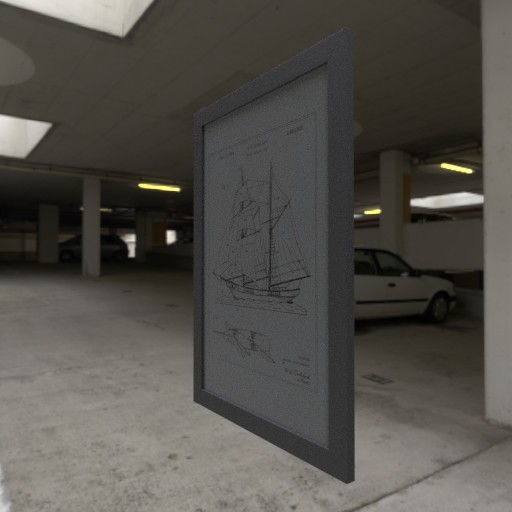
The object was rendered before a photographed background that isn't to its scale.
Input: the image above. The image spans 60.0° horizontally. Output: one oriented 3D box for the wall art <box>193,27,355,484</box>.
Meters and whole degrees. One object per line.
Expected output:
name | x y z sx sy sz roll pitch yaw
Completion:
wall art | 0.000 0.000 0.674 0.013 0.534 0.380 1 -1 -36
